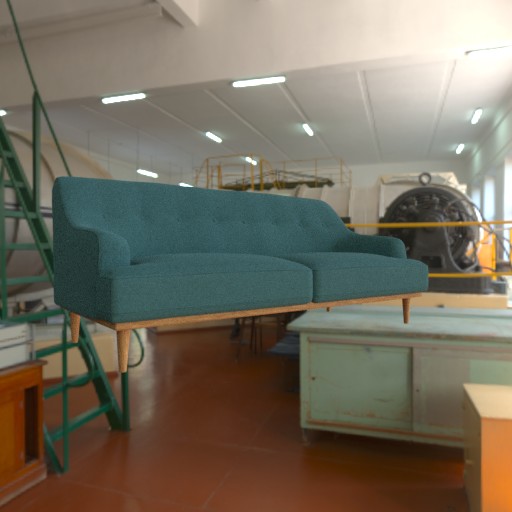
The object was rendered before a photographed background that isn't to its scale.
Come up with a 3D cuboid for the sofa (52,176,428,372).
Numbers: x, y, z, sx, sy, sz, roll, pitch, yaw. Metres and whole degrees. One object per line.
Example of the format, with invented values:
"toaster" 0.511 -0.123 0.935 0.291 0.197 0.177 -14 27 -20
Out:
"sofa" 0.000 0.000 2.576 2.057 0.871 0.978 -1 1 -37
